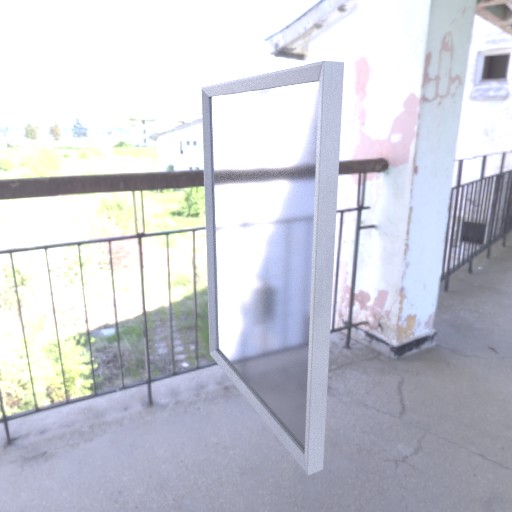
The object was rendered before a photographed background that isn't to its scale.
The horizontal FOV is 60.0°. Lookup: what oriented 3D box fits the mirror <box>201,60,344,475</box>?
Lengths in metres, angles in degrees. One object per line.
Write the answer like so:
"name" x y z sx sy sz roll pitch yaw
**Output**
"mirror" 0.000 0.000 0.947 0.039 0.710 0.507 -8 18 -25
